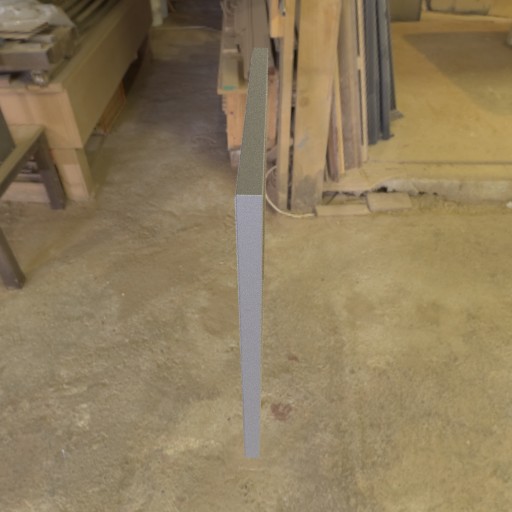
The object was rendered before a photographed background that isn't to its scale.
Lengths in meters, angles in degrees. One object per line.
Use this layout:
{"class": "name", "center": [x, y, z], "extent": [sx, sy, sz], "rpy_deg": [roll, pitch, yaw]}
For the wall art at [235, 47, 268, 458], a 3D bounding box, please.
{"class": "wall art", "center": [0.000, 0.000, 0.779], "extent": [0.029, 0.558, 0.458], "rpy_deg": [1, 41, 1]}
